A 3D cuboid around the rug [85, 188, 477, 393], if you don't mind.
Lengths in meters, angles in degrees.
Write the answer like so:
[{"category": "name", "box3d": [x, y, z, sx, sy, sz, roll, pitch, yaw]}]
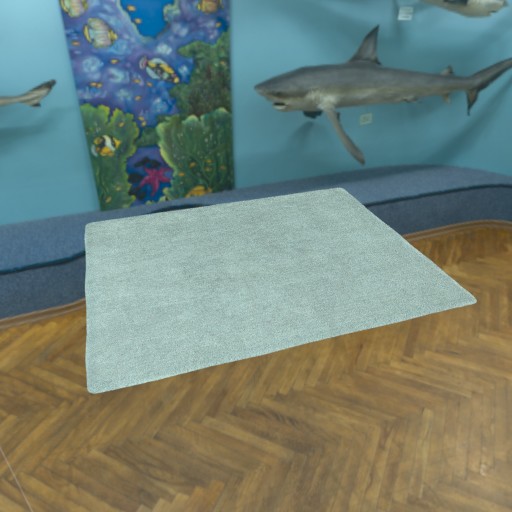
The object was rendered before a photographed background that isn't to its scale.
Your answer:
[{"category": "rug", "box3d": [0.000, 0.000, 3.989, 2.933, 0.027, 2.332, -10, 34, -15]}]
